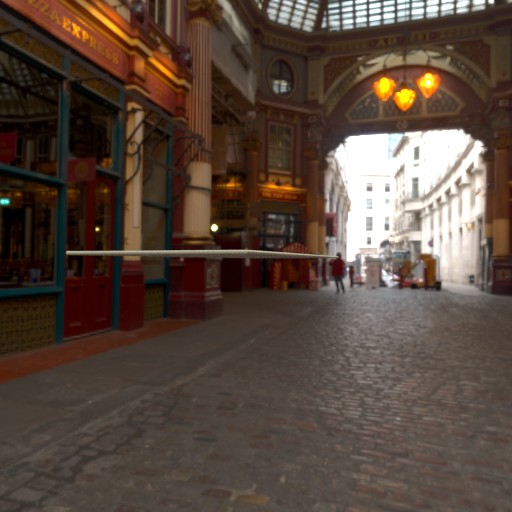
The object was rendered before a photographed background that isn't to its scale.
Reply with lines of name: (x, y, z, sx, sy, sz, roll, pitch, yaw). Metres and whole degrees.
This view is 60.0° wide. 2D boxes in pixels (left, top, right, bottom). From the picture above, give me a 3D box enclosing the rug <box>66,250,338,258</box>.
rug: (0.000, 0.000, 2.526, 0.661, 0.013, 2.297, 0, -1, 17)
